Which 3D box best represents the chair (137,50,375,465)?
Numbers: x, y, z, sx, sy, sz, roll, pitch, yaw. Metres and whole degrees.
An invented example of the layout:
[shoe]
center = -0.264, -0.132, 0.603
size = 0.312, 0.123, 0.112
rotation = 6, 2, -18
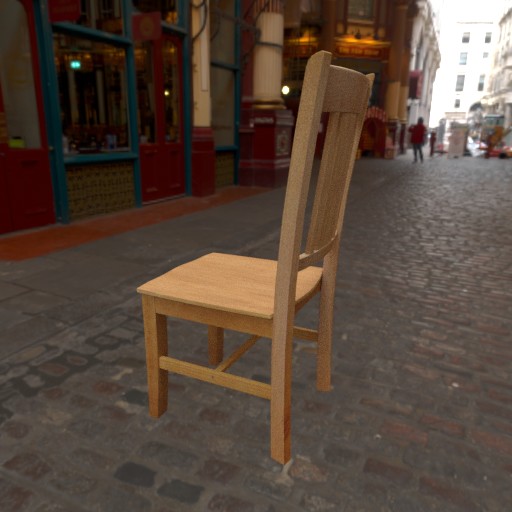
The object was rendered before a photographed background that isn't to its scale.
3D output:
[chair]
center = 0.000, 0.000, 1.283
size = 0.556, 0.998, 0.450
rotation = 8, 18, 25
